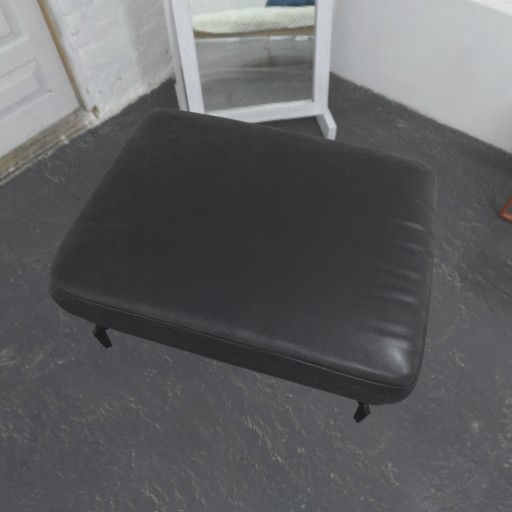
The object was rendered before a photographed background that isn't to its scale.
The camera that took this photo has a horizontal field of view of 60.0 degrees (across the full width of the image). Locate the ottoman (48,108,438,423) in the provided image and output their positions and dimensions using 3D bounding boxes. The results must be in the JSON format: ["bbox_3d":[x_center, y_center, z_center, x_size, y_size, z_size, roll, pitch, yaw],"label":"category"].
[{"bbox_3d":[0.000,0.000,1.077,0.764,0.402,0.570,14,59,9],"label":"ottoman"}]
